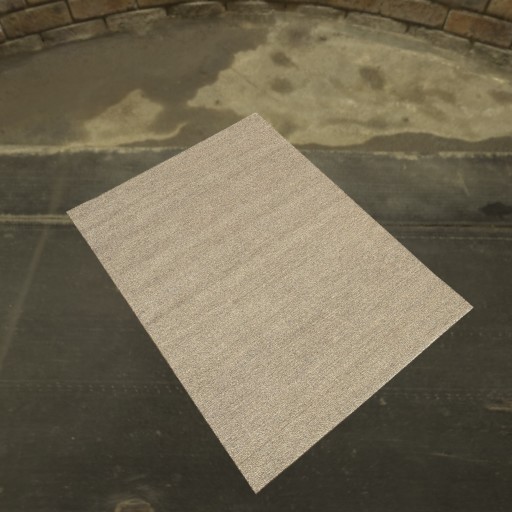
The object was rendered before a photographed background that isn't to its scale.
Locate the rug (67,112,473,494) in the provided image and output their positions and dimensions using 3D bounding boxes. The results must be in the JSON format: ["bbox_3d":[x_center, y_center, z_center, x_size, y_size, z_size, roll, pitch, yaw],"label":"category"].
[{"bbox_3d":[0.000,0.000,4.771,2.757,0.051,3.626,-33,64,-18],"label":"rug"}]
